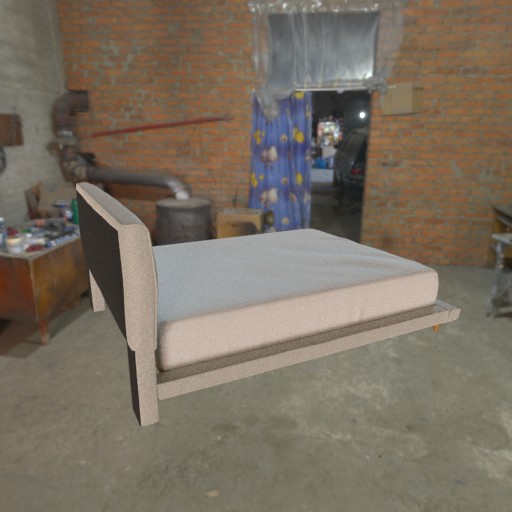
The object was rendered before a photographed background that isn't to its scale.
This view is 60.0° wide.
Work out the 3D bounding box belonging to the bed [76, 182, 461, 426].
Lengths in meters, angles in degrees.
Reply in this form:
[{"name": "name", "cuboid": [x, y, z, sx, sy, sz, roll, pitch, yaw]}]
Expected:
[{"name": "bed", "cuboid": [0.000, 0.000, 3.573, 2.498, 1.126, 1.980, -8, 18, -26]}]
